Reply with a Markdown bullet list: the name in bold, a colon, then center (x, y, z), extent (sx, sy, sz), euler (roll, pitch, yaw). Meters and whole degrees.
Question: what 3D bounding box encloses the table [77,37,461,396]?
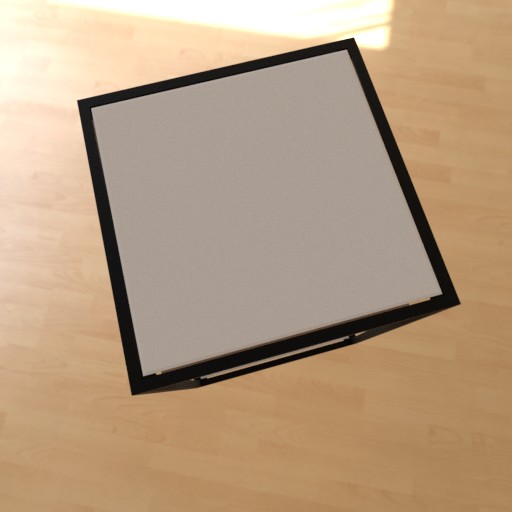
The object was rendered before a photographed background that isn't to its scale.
- **table**: center (0.000, 0.000, 0.796), extent (0.378, 0.540, 0.378), euler (-15, 75, -4)
